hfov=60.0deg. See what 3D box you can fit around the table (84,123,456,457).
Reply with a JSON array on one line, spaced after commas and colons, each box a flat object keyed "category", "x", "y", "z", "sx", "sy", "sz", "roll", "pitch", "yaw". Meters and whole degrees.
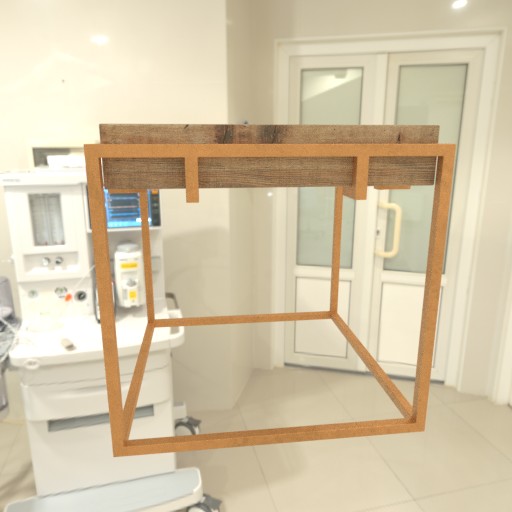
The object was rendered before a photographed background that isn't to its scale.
[{"category": "table", "x": 0.000, "y": 0.000, "z": 1.057, "sx": 0.599, "sy": 0.584, "sz": 0.599, "roll": -2, "pitch": 15, "yaw": -7}]
